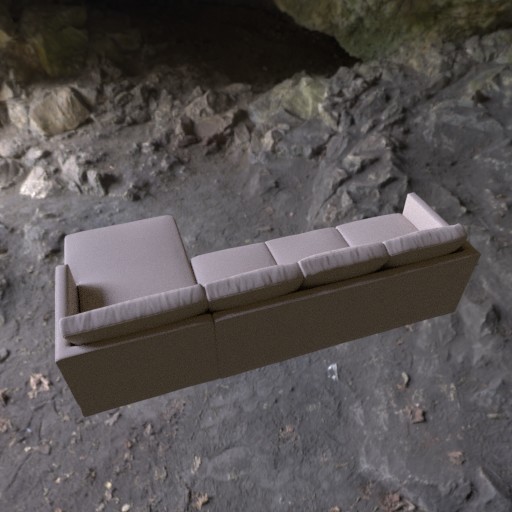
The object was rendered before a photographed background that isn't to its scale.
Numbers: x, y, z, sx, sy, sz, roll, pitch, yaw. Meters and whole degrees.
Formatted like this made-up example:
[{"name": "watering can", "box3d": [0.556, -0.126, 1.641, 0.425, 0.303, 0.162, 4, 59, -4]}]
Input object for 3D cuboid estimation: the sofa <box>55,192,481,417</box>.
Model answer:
[{"name": "sofa", "box3d": [0.000, 0.000, 3.823, 3.206, 0.871, 1.622, -13, 44, -14]}]
